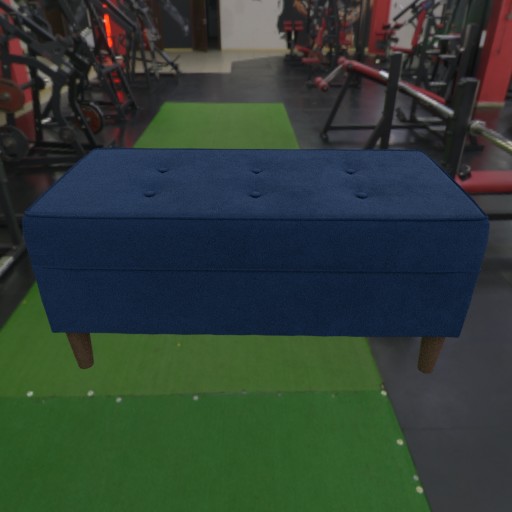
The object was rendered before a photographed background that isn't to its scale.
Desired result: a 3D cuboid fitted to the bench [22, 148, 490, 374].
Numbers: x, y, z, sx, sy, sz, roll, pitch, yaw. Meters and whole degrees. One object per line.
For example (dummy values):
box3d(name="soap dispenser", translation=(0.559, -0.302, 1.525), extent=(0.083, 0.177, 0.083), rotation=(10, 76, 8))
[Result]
box3d(name="bench", translation=(0.000, 0.000, 1.236), extent=(1.010, 0.467, 0.489), rotation=(1, 31, 1))
